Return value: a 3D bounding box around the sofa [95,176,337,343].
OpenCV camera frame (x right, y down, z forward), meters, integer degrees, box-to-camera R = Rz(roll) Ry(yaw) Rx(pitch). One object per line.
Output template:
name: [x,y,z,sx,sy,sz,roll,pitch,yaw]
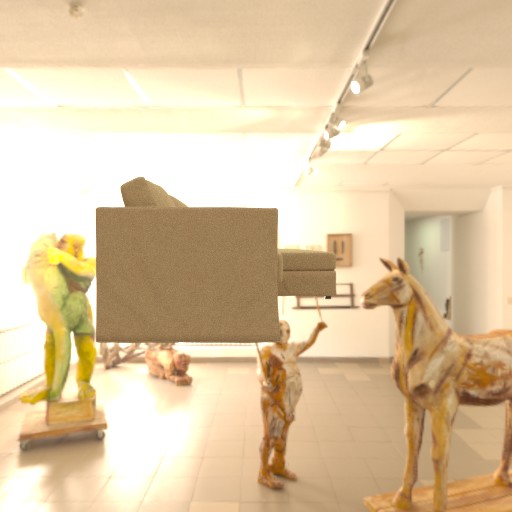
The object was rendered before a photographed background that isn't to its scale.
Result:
sofa: [0.000,0.000,3.802,1.622,0.867,3.177,0,0,0]
